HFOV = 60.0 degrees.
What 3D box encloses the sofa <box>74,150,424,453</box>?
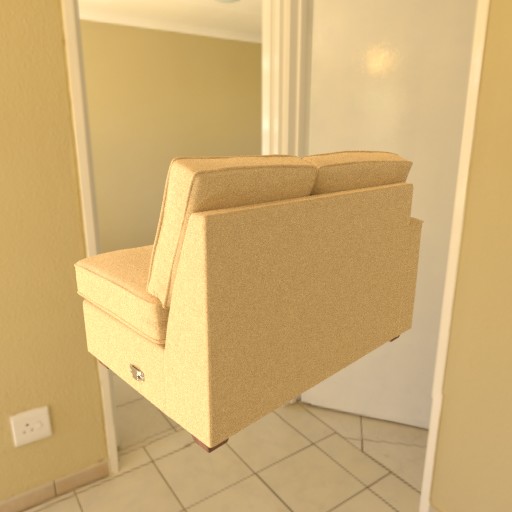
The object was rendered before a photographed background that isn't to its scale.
[{"bbox_3d":[0.000,0.000,2.110,1.388,0.989,0.991,-14,21,-42],"label":"sofa"}]
